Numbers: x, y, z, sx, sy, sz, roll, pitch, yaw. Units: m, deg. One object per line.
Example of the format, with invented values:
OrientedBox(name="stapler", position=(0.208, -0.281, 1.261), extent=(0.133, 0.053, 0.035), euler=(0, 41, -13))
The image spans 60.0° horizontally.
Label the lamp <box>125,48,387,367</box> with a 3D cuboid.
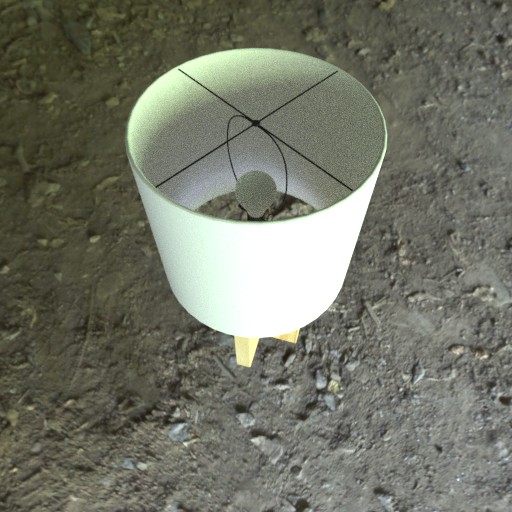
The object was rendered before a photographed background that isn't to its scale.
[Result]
OrientedBox(name="lamp", position=(0.000, 0.000, 0.568), extent=(0.229, 0.428, 0.229), euler=(14, 58, 9))
